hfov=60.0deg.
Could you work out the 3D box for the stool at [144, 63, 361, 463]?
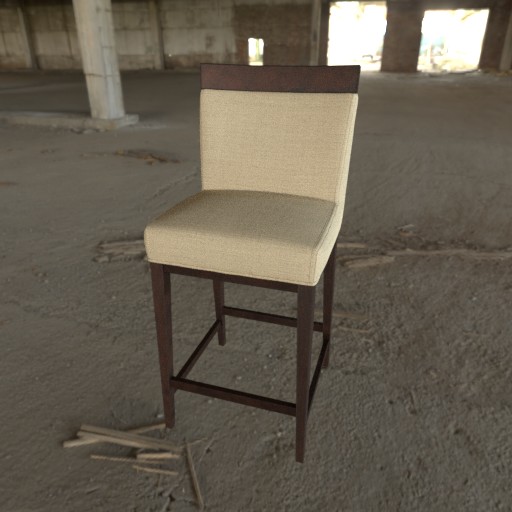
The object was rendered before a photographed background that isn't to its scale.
[{"bbox_3d":[0.000,0.000,1.419,0.511,1.117,0.531,8,26,16],"label":"stool"}]
